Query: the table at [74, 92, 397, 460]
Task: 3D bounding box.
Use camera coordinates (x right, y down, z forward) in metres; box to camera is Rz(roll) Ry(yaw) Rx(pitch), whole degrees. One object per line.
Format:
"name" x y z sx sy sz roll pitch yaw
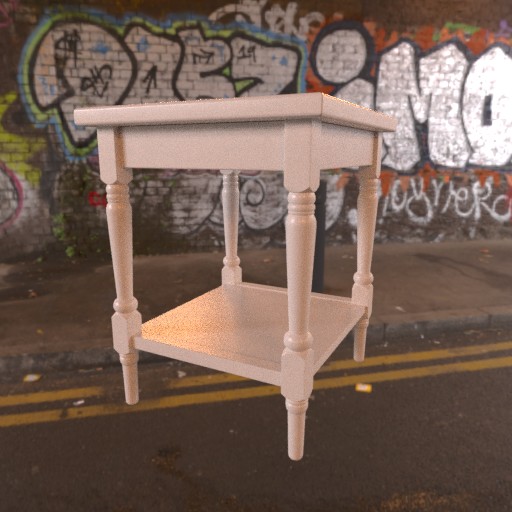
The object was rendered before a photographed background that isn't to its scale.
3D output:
"table" 0.000 0.000 0.922 0.442 0.565 0.488 7 15 27
